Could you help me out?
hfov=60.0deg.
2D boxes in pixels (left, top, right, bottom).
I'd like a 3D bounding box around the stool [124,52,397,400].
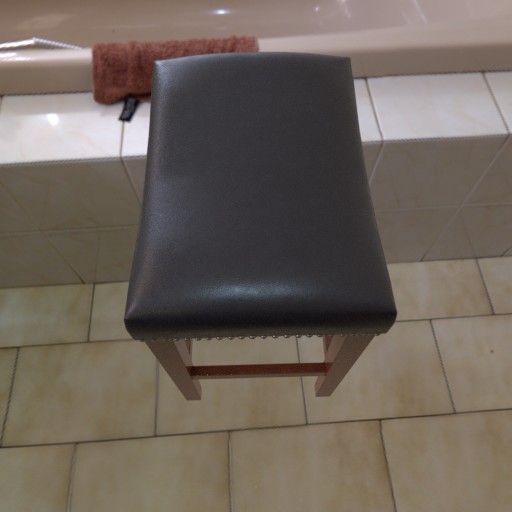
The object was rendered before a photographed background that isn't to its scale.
[{"bbox_3d":[0.000,0.000,0.947,0.372,0.654,0.504,-1,63,-1],"label":"stool"}]
